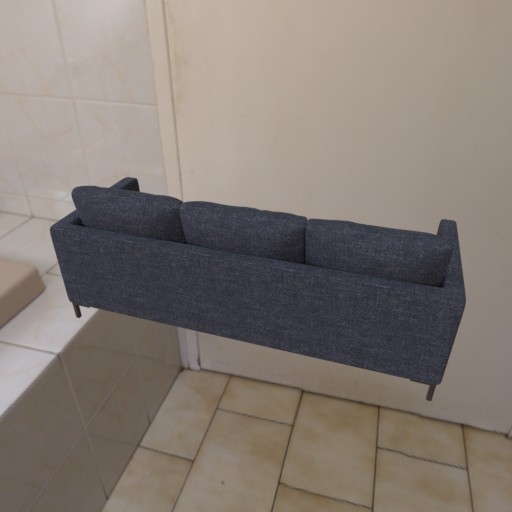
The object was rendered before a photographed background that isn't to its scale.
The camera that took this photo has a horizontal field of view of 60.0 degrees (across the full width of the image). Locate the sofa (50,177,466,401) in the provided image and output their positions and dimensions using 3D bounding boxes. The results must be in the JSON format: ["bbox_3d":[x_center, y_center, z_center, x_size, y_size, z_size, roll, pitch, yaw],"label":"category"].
[{"bbox_3d":[0.000,0.000,2.681,2.218,0.874,0.859,10,33,15],"label":"sofa"}]
